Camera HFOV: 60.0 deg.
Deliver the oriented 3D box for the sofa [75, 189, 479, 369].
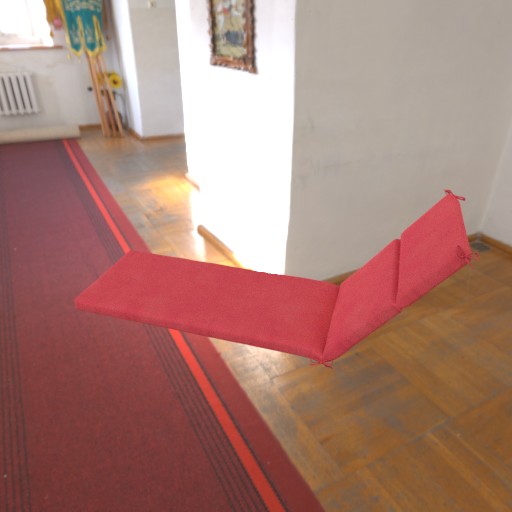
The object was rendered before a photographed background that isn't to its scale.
[{"bbox_3d":[0.000,0.000,1.977,1.663,0.622,0.582,9,31,15],"label":"sofa"}]
